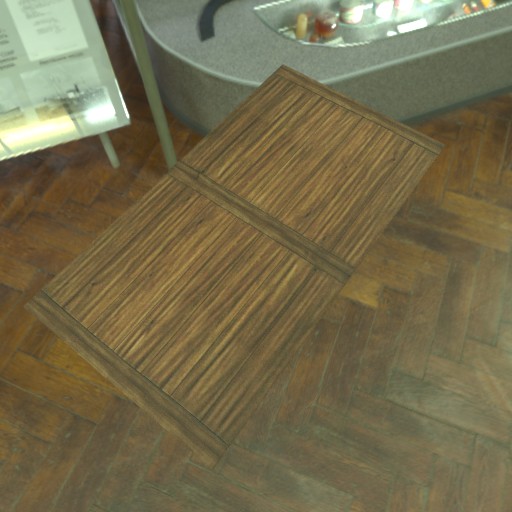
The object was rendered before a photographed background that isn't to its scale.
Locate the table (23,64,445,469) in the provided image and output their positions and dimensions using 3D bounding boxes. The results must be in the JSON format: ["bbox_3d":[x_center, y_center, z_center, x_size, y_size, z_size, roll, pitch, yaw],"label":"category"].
[{"bbox_3d":[0.000,0.000,2.508,1.071,0.793,1.966,33,67,17],"label":"table"}]
